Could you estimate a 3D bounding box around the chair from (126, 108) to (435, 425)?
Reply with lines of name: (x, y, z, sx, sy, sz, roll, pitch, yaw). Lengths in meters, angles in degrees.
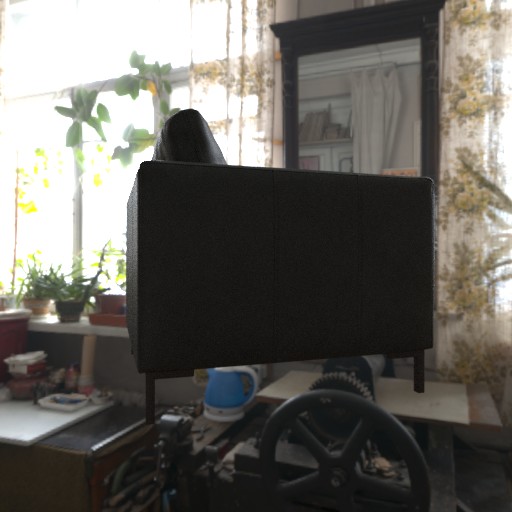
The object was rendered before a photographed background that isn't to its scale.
chair: (0.000, 0.000, 1.533, 0.861, 0.824, 0.967, 0, 0, -18)
